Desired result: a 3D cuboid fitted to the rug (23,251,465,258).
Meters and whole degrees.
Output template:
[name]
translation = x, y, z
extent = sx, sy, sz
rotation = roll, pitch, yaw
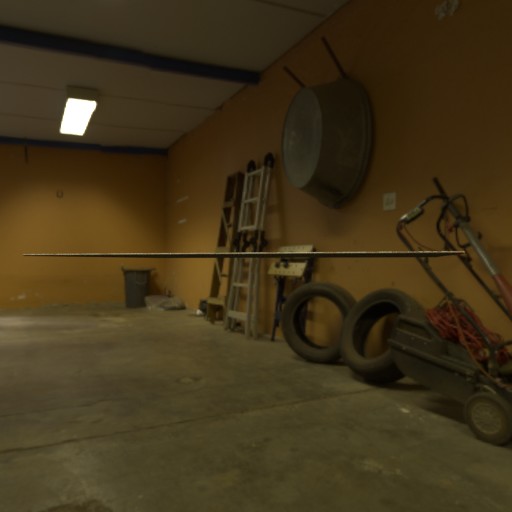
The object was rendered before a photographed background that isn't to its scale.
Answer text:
[rug]
translation = 0.000, 0.000, 2.306
extent = 1.829, 0.008, 1.219
rotation = 0, -1, 18
